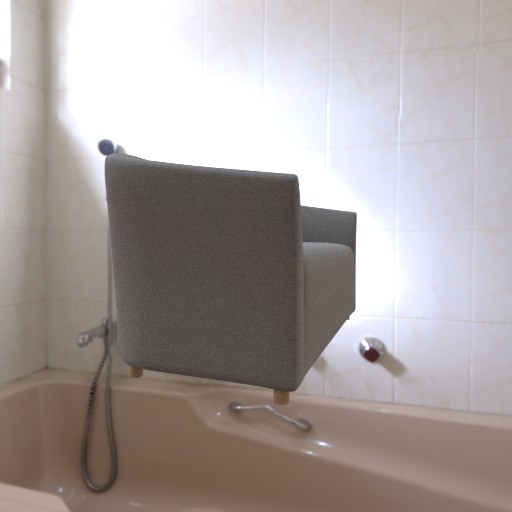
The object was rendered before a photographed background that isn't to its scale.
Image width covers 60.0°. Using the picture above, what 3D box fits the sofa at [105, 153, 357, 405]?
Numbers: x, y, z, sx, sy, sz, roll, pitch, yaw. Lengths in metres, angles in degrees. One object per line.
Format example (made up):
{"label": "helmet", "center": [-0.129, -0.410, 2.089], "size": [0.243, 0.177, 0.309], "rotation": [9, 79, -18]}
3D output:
{"label": "sofa", "center": [0.000, 0.000, 1.868], "size": [0.705, 0.721, 1.452], "rotation": [1, 2, 19]}
